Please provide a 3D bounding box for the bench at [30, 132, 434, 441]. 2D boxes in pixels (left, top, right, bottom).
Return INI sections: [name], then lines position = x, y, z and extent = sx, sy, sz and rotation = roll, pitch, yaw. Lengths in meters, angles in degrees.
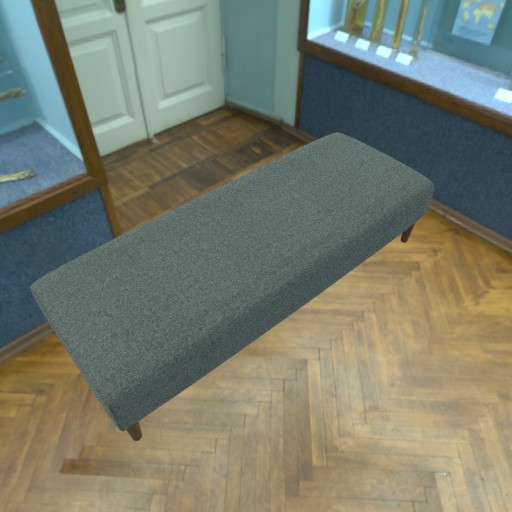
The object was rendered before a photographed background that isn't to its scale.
[bench]
position = 0.000, 0.000, 1.859
extent = 1.598, 0.384, 0.631
rotation = -31, 53, -27
